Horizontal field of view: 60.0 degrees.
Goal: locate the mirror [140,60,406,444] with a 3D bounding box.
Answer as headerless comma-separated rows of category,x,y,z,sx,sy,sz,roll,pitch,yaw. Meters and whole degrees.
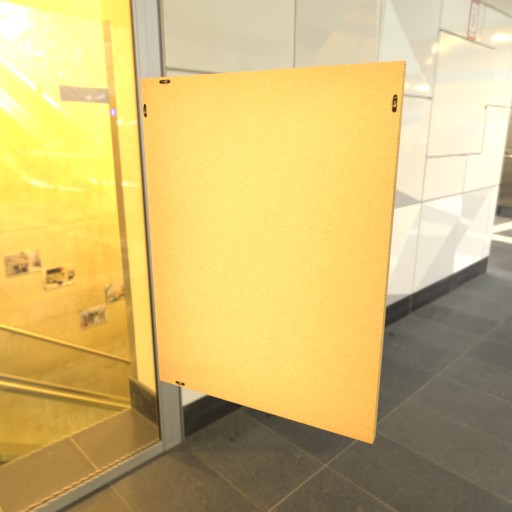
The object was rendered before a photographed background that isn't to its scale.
mirror,0.000,0.000,1.312,0.762,1.016,0.040,8,17,26
